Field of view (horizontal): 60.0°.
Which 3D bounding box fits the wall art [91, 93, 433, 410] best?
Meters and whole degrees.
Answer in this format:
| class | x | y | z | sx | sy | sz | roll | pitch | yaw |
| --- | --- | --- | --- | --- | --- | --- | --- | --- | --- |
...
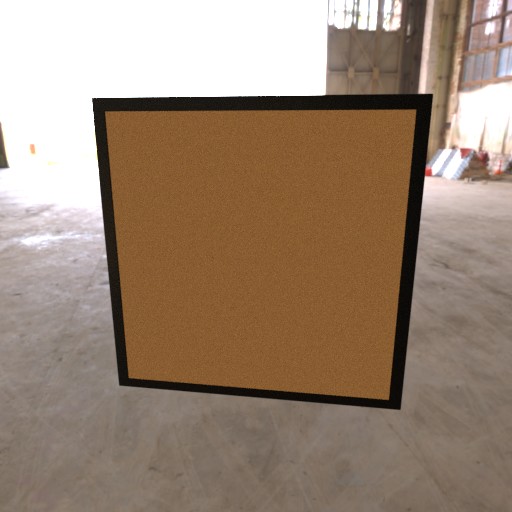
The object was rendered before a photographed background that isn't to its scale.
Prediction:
| class | x | y | z | sx | sy | sz | roll | pitch | yaw |
| --- | --- | --- | --- | --- | --- | --- | --- | --- | --- |
| wall art | 0.000 | 0.000 | 0.442 | 0.299 | 0.299 | 0.037 | 2 | 16 | 8 |
